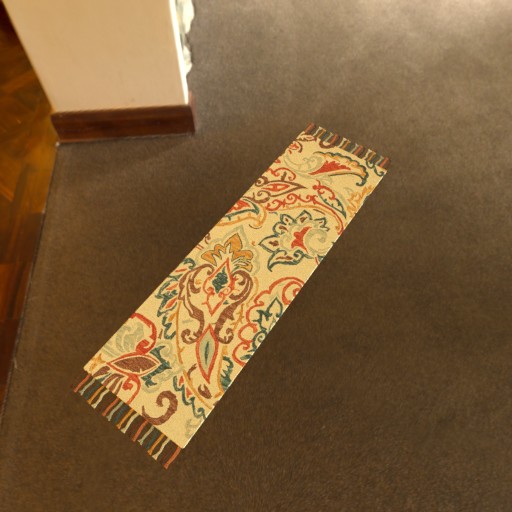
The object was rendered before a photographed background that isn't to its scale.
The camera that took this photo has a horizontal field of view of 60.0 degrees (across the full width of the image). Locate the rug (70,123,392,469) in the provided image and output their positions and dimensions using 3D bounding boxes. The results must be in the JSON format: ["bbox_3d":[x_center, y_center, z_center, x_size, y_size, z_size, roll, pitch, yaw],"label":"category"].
[{"bbox_3d":[0.000,0.000,3.009,0.763,0.015,2.682,31,63,18],"label":"rug"}]
